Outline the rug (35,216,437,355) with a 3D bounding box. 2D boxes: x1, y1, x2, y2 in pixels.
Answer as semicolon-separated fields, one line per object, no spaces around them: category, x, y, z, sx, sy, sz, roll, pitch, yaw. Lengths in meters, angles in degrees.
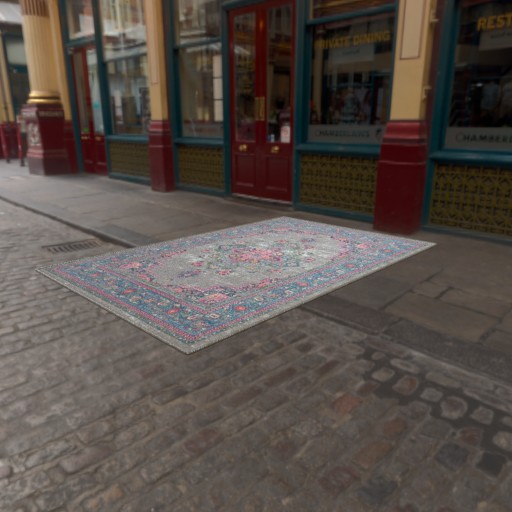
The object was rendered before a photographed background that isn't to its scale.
rug;0.000;0.000;2.255;1.144;0.014;1.748;15;22;42
